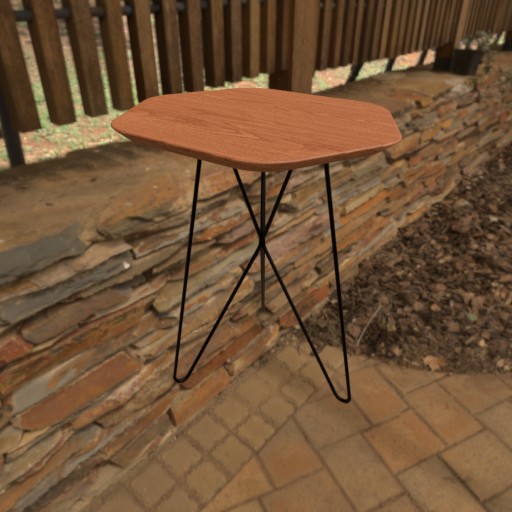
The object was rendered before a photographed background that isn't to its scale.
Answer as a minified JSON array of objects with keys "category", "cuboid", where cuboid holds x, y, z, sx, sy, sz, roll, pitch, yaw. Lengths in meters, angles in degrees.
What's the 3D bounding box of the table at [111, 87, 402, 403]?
[{"category":"table","cuboid":[0.000,0.000,0.899,0.500,0.562,0.400,20,37,30]}]
